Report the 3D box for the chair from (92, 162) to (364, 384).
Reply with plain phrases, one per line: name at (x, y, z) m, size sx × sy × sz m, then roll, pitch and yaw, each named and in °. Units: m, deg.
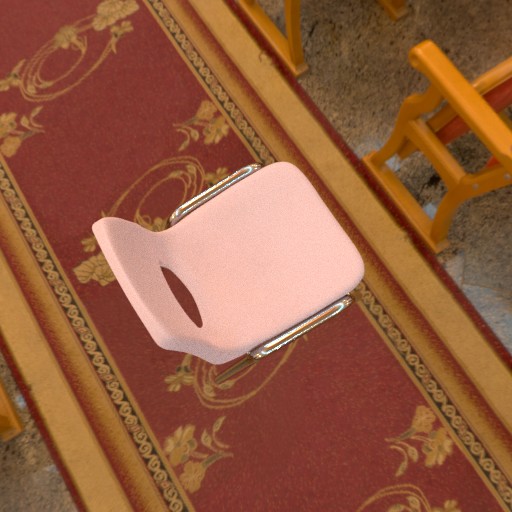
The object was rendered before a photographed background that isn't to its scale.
chair at (0.000, 0.000, 0.854) m, size 0.423 × 0.586 × 0.354 m, roll -31°, pitch 78°, yaw -7°
